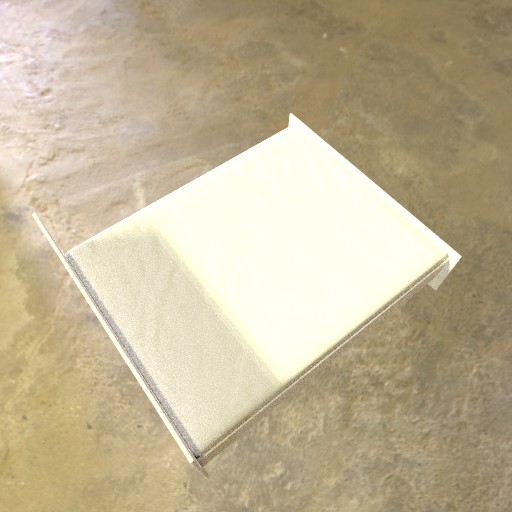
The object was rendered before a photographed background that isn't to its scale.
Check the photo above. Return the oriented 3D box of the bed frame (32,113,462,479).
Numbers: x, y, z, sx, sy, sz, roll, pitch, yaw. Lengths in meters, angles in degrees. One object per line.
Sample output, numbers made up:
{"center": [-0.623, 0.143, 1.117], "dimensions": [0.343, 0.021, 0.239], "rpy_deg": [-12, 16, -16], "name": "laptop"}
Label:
{"center": [0.000, 0.000, 2.971], "dimensions": [2.060, 0.800, 1.720], "rpy_deg": [-34, 64, -19], "name": "bed frame"}
